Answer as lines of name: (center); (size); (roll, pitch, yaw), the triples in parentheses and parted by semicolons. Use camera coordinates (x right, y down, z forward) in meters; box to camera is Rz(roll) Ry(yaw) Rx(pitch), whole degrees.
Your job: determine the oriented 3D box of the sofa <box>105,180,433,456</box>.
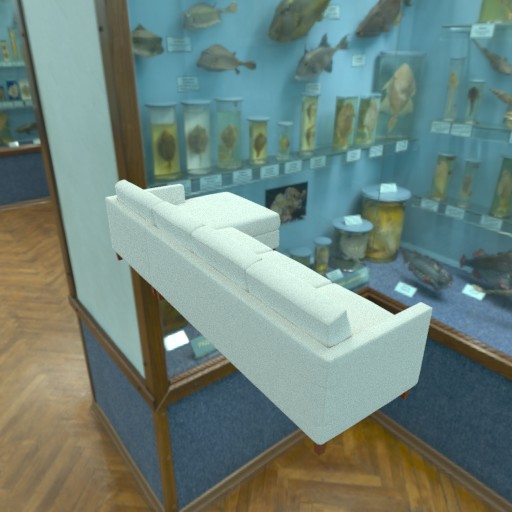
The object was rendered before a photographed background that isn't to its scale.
sofa: (0.000, 0.000, 4.098); (1.606, 0.954, 3.471); (-17, 30, -32)
